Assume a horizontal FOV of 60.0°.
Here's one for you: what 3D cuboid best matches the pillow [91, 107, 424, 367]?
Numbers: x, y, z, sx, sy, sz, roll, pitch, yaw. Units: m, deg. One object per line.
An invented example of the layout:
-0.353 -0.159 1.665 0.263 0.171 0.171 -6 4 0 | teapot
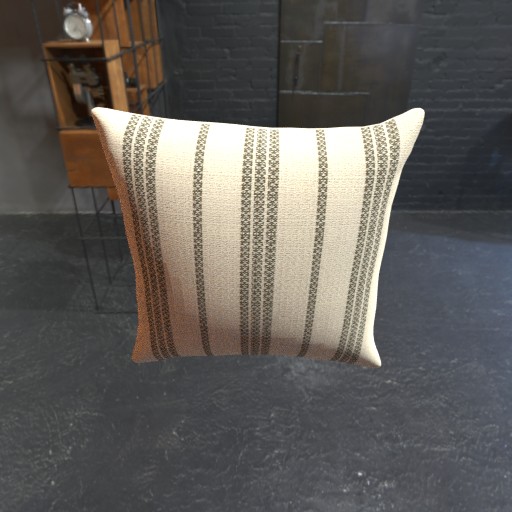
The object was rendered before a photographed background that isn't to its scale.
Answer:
0.000 0.000 0.629 0.405 0.406 0.173 1 29 1 | pillow
